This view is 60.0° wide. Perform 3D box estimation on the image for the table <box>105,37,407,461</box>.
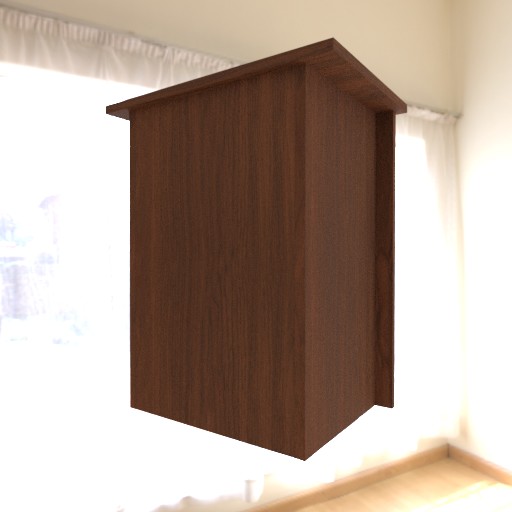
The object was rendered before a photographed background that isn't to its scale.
[{"bbox_3d":[0.000,0.000,1.052,0.589,0.711,0.406,0,1,35],"label":"table"}]
